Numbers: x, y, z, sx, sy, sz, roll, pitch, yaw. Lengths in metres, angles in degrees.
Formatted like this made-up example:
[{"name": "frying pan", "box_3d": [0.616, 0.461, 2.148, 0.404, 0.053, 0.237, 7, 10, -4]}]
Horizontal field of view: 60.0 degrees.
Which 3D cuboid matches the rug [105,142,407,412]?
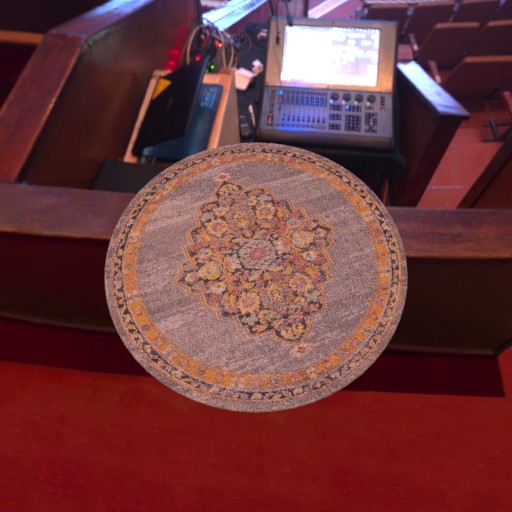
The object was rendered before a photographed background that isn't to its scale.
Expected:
[{"name": "rug", "box_3d": [0.000, 0.000, 3.530, 2.382, 0.014, 2.382, 0, 62, 0]}]
